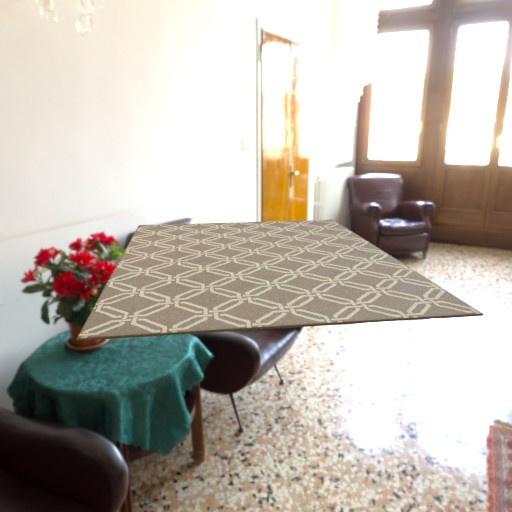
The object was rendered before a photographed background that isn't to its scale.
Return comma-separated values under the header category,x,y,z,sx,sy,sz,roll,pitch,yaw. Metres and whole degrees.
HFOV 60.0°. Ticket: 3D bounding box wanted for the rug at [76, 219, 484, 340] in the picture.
category,x,y,z,sx,sy,sz,roll,pitch,yaw
rug,0.000,0.000,3.816,2.288,0.018,2.895,-2,16,-8
